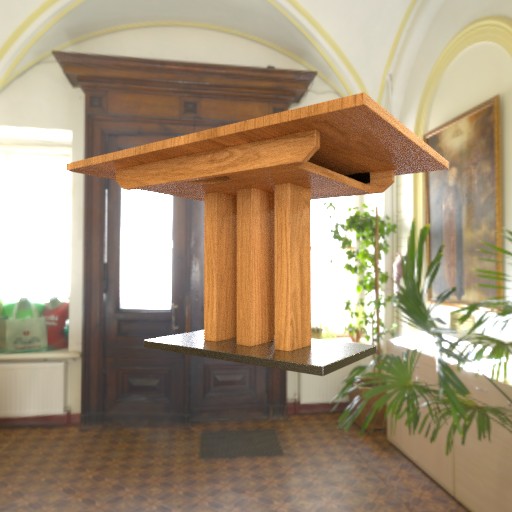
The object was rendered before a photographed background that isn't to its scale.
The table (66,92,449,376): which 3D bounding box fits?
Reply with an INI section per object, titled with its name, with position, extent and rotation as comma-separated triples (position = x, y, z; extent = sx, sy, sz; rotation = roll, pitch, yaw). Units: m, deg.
[table]
position = 0.000, 0.000, 1.821
extent = 1.300, 0.770, 0.900
rotation = -1, -2, 36
